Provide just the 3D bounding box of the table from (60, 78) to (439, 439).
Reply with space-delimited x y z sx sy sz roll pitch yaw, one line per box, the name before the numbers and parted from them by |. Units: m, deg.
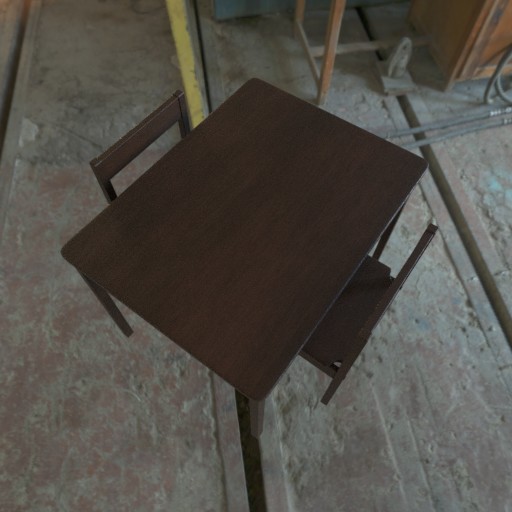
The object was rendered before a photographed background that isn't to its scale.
table | 0.000 0.000 1.112 0.672 0.503 0.650 32 65 17
